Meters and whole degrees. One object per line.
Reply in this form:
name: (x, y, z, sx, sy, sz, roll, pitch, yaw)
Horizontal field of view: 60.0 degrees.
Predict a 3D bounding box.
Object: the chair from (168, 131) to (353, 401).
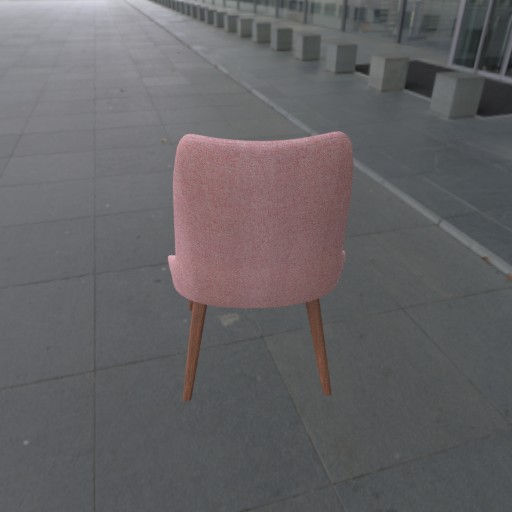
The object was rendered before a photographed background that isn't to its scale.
chair: (0.000, 0.000, 1.329, 0.535, 0.918, 0.707, -1, 32, -2)
